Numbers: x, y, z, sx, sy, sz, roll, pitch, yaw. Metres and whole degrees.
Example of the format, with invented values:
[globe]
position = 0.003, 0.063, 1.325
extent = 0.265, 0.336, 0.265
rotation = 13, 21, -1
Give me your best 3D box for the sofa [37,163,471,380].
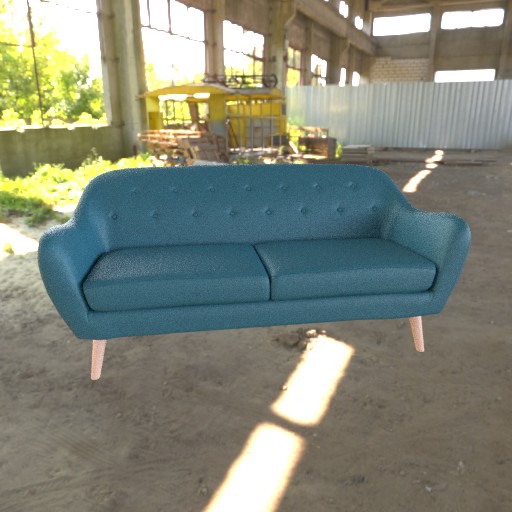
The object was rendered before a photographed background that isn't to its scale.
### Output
[sofa]
position = 0.000, 0.000, 2.227
extent = 1.840, 0.836, 0.820
rotation = -3, 17, -9
